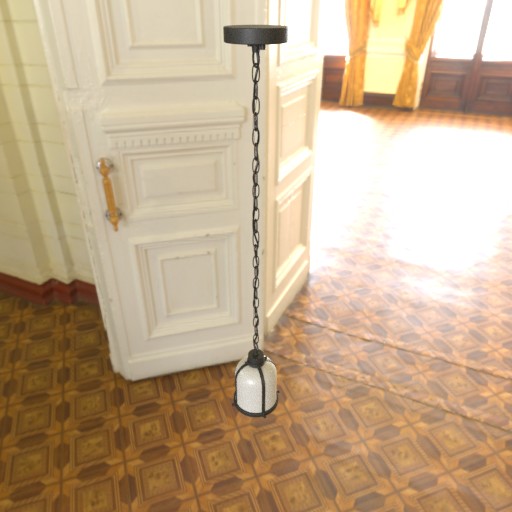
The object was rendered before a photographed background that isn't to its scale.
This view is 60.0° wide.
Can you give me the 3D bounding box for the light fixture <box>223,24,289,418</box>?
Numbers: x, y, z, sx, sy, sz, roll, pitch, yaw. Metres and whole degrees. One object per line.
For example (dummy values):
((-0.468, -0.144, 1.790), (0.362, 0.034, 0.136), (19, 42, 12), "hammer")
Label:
((0.000, 0.000, 1.282), (0.178, 1.181, 0.178), (-11, 32, -18), "light fixture")
